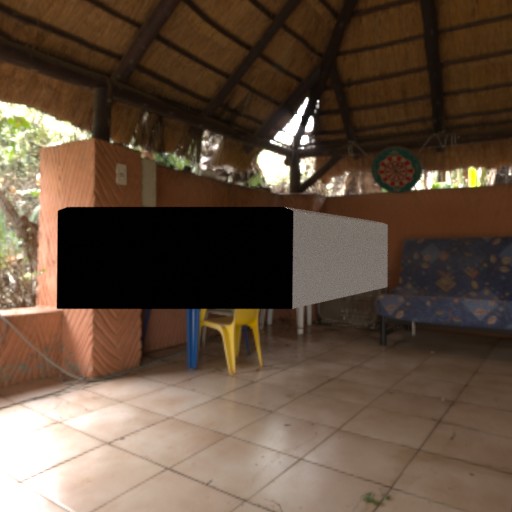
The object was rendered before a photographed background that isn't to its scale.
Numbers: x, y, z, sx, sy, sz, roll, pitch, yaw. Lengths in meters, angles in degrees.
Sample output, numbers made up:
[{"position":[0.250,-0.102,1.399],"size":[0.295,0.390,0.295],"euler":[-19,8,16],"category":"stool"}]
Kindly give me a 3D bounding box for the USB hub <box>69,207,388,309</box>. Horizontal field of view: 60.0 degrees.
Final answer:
[{"position":[0.000,0.000,0.127],"size":[0.044,0.023,0.110],"euler":[1,1,34],"category":"USB hub"}]
